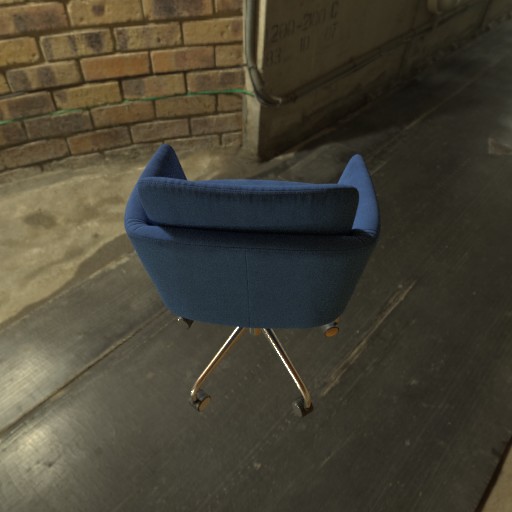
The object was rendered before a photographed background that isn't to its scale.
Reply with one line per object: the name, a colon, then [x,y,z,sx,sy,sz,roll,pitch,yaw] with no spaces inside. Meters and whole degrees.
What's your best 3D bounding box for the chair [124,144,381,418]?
chair: [0.000,0.000,1.361,0.641,0.908,0.635,3,45,3]
